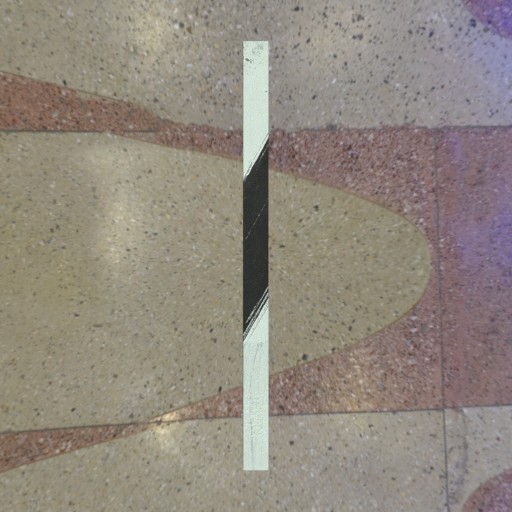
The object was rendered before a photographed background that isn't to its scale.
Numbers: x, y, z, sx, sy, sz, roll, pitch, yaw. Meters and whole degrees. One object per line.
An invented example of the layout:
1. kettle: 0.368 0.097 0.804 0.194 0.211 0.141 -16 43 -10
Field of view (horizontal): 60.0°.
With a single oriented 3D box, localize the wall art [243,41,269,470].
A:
1. wall art: 0.000 0.000 1.171 0.046 0.765 0.765 0 90 0
